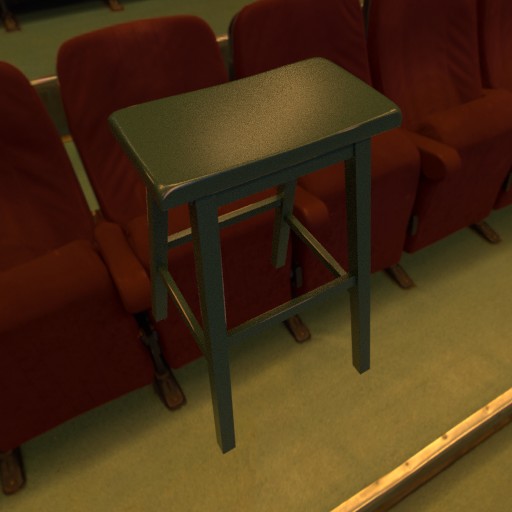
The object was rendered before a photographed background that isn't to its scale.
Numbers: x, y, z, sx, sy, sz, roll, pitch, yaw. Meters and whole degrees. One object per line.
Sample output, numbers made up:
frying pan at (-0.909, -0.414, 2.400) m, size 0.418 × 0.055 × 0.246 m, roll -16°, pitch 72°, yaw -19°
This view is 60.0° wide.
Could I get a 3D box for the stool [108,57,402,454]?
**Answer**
stool at (0.000, 0.000, 1.021) m, size 0.457 × 0.737 × 0.476 m, roll -23°, pitch 52°, yaw -20°
